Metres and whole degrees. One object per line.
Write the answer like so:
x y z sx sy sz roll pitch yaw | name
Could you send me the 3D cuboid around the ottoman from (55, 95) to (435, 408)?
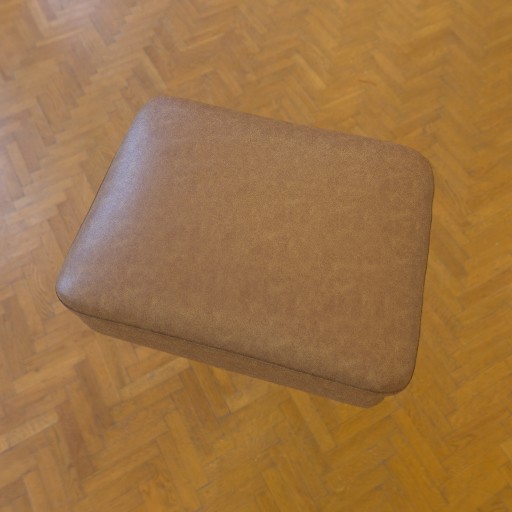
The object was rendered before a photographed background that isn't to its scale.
0.000 0.000 1.121 0.747 0.478 0.593 13 66 6 | ottoman
